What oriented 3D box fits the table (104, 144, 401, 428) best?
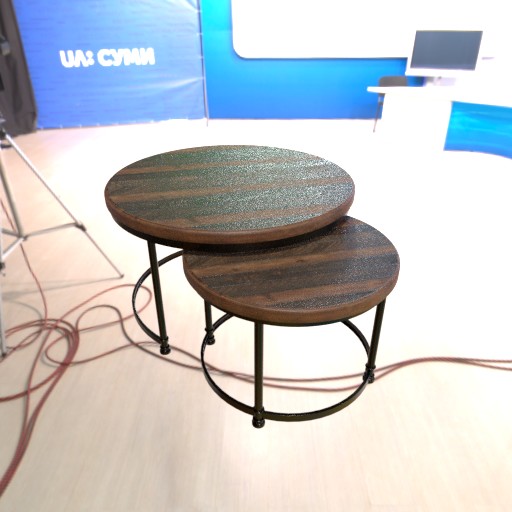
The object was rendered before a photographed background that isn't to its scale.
[{"bbox_3d":[0.000,0.000,1.606,0.870,0.516,1.152,-21,36,-33],"label":"table"}]
